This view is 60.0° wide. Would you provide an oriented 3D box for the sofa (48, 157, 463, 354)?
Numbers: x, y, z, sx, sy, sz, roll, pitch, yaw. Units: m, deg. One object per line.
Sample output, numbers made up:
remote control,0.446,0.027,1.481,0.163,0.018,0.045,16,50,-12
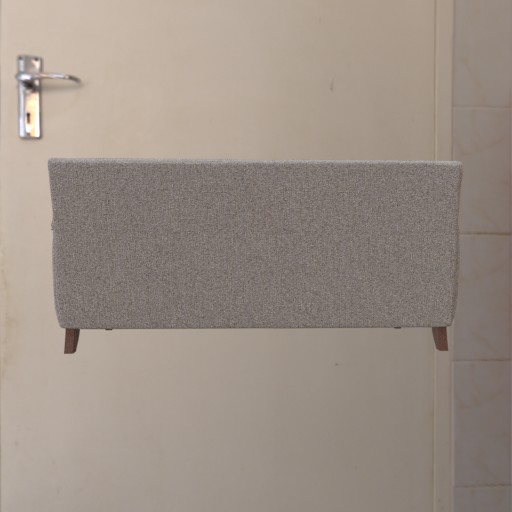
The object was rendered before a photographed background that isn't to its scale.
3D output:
sofa,0.000,0.000,2.511,2.026,0.942,0.854,0,1,-2
